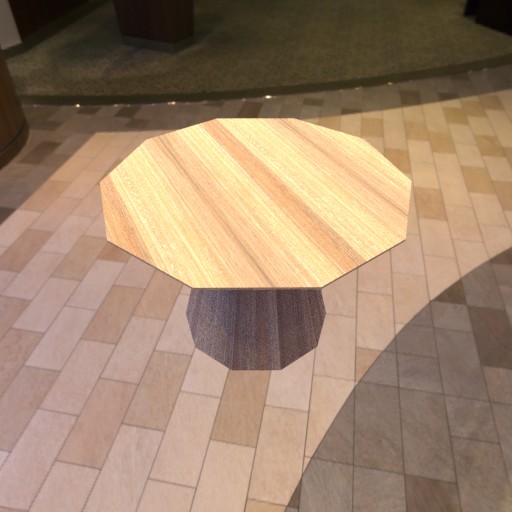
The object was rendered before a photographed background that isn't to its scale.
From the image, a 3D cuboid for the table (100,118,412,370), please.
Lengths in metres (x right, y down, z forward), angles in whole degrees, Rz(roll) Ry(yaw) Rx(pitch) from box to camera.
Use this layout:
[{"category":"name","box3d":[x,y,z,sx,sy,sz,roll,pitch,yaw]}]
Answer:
[{"category":"table","box3d":[0.000,0.000,1.935,1.186,0.752,1.186,0,41,0]}]
